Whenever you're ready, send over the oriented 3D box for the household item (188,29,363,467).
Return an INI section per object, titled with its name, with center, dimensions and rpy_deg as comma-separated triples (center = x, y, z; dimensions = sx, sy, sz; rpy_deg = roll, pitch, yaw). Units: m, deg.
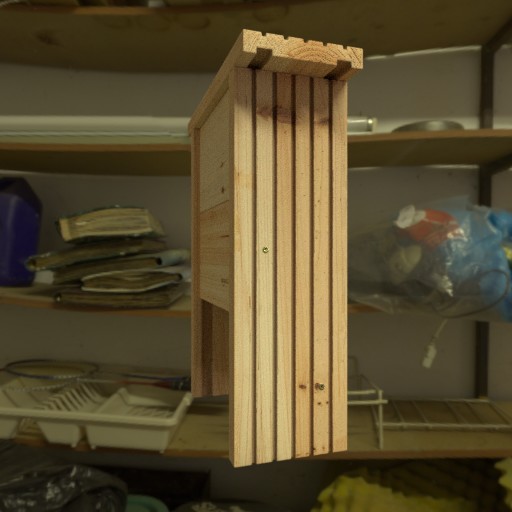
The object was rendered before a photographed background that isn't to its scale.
[household item]
center = 0.000, 0.000, 0.558
dimensions = 0.123, 0.407, 0.301
rpy_deg = 0, 0, -18
